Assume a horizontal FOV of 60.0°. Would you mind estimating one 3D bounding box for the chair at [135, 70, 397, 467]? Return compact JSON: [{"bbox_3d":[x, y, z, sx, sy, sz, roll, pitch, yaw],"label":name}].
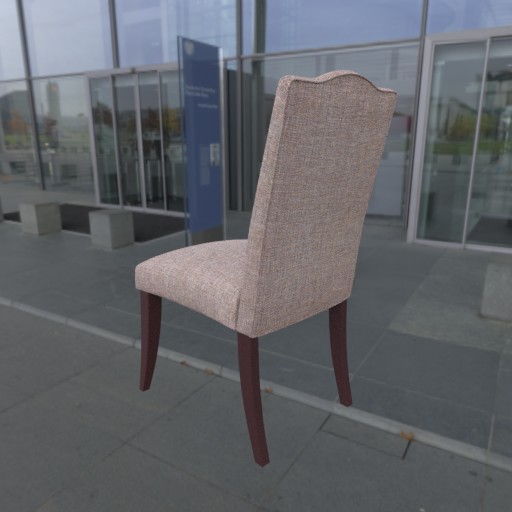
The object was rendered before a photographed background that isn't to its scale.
[{"bbox_3d":[0.000,0.000,1.380,0.513,1.016,0.660,-14,21,-42],"label":"chair"}]
